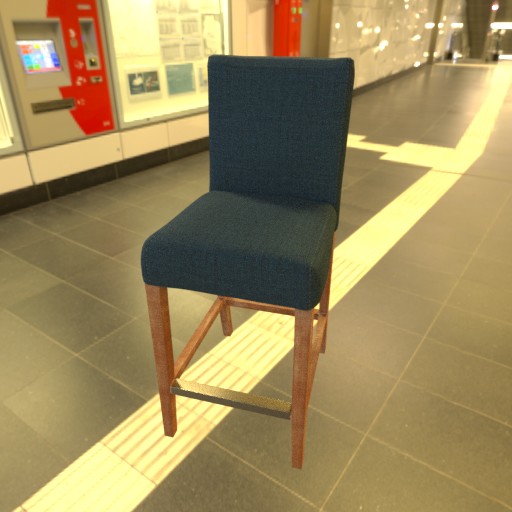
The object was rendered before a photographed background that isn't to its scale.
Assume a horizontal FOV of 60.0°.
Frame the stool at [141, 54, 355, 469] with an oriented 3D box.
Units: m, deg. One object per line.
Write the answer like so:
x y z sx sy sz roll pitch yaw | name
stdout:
0.000 0.000 1.294 0.454 1.039 0.567 8 29 14 | stool
